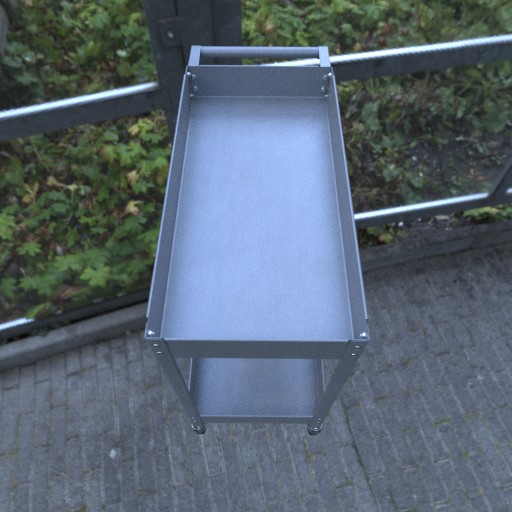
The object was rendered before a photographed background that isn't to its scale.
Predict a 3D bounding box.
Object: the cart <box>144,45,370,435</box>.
[{"bbox_3d":[0.000,0.000,1.162,0.366,0.719,0.779,0,57,0],"label":"cart"}]
